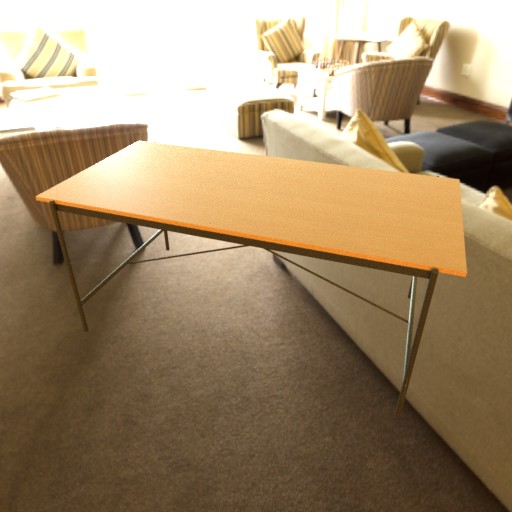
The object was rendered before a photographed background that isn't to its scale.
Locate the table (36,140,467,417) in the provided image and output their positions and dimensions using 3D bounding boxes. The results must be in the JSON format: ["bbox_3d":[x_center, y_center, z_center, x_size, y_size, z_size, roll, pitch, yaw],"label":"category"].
[{"bbox_3d":[0.000,0.000,2.278,1.800,0.758,0.900,11,34,16],"label":"table"}]
